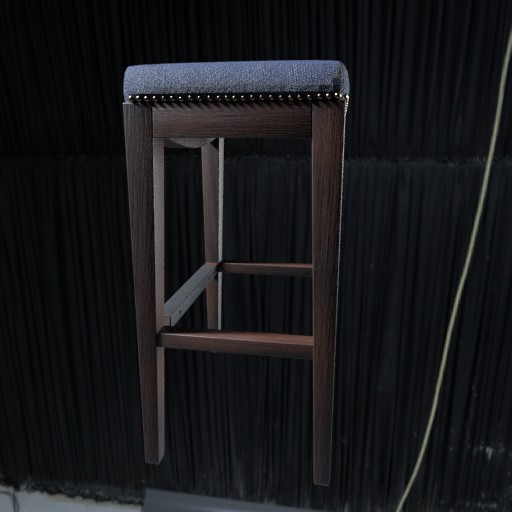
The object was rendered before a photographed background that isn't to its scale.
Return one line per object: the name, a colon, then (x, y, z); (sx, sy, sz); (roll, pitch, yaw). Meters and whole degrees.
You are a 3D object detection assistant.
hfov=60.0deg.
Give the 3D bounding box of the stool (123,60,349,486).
stool: (0.000, 0.000, 0.983); (0.358, 0.740, 0.498); (3, 16, 9)
